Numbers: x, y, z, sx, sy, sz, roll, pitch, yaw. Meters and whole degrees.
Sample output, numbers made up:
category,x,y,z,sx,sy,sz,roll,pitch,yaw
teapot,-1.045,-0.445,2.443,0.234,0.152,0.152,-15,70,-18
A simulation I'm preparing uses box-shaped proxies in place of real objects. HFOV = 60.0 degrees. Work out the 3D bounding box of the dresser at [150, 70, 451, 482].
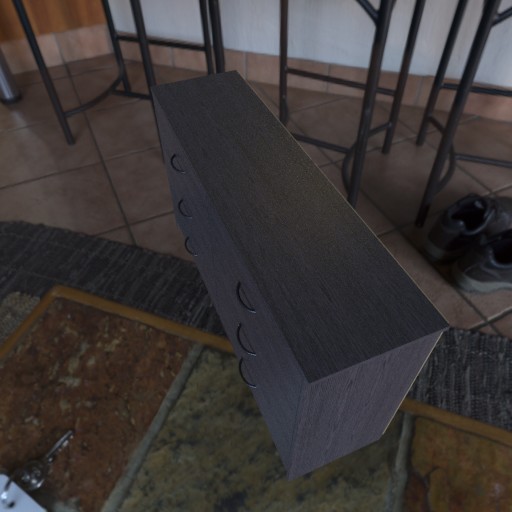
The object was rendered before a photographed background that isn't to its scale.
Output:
category,x,y,z,sx,sy,sz,roll,pitch,yaw
dresser,0.000,0.000,1.662,0.401,0.755,1.360,-17,51,-15
